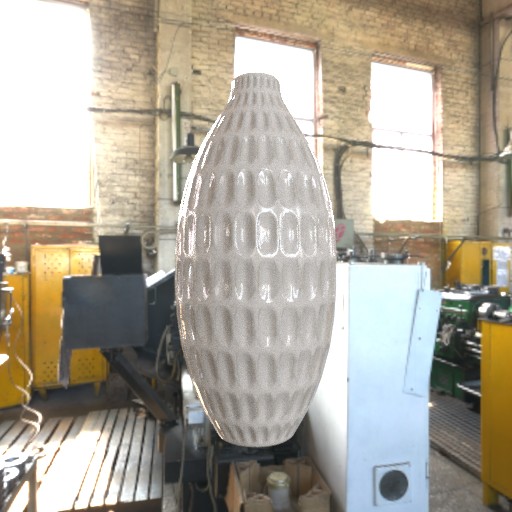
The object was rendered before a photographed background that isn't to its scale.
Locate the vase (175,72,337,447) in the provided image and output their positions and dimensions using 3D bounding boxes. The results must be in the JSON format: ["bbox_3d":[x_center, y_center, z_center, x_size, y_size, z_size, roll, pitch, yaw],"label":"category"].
[{"bbox_3d":[0.000,0.000,0.355,0.127,0.282,0.127,0,0,0],"label":"vase"}]
